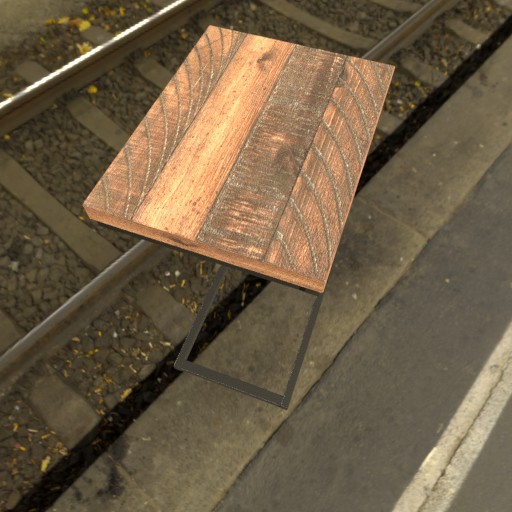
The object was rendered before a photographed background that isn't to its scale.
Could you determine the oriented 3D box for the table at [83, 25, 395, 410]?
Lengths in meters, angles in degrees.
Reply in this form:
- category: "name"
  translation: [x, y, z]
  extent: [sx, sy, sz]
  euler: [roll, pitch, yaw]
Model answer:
- category: "table"
  translation: [0.000, 0.000, 0.943]
  extent: [0.323, 0.718, 0.414]
  euler: [18, 61, 10]
